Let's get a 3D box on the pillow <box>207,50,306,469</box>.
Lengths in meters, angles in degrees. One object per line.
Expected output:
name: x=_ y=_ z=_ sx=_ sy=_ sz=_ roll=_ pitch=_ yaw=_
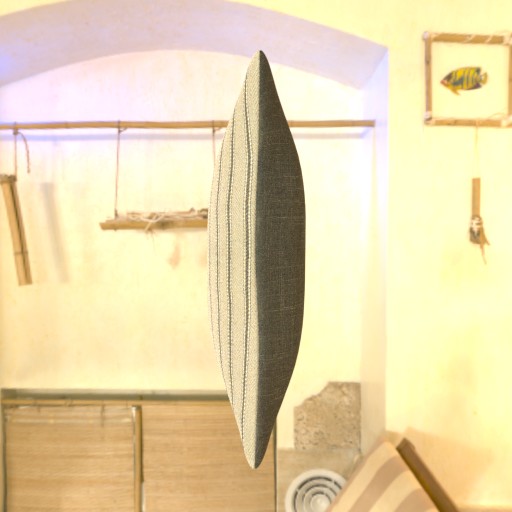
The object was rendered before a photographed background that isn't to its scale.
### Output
pillow: x=0.000 y=0.000 z=0.699 sx=0.138 sy=0.444 sz=0.468 roll=0 pitch=1 yaw=0
